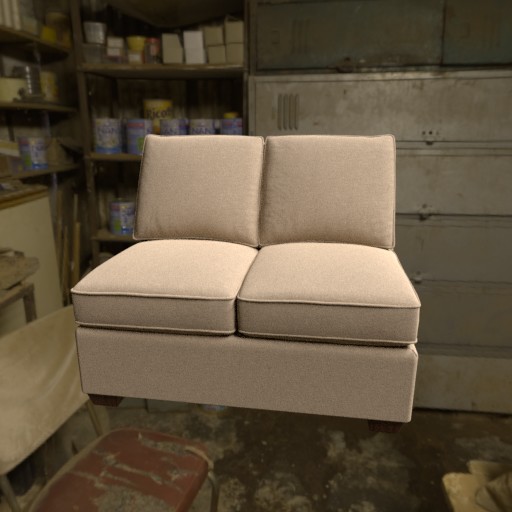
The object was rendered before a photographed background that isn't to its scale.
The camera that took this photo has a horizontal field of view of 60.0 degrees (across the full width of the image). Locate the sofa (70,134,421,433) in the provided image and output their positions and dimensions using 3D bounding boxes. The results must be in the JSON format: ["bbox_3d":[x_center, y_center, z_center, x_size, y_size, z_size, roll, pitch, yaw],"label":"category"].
[{"bbox_3d":[0.000,0.000,1.916,1.237,1.008,0.951,2,16,8],"label":"sofa"}]
